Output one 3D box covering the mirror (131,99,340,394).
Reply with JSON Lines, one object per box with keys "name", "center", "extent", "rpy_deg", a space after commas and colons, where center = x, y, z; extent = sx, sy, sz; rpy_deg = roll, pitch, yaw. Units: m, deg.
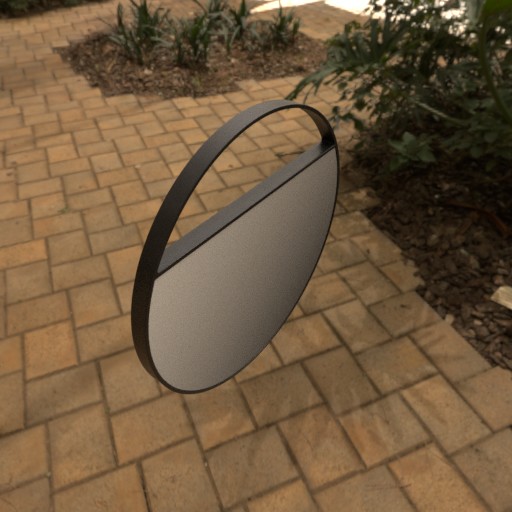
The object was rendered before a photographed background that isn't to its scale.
{"name": "mirror", "center": [0.000, 0.000, 0.837], "extent": [0.032, 0.565, 0.565], "rpy_deg": [27, 48, 27]}
